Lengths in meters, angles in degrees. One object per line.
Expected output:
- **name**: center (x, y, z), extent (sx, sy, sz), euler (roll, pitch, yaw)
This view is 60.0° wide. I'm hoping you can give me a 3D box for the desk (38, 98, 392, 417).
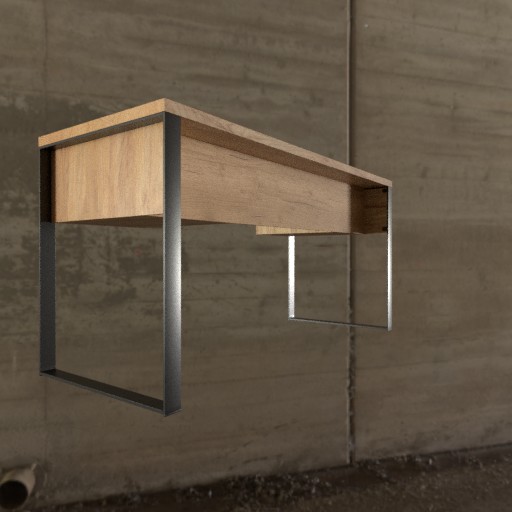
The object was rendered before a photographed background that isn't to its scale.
- **desk**: center (0.000, 0.000, 1.843), extent (0.600, 0.760, 1.520), euler (0, 0, 37)
